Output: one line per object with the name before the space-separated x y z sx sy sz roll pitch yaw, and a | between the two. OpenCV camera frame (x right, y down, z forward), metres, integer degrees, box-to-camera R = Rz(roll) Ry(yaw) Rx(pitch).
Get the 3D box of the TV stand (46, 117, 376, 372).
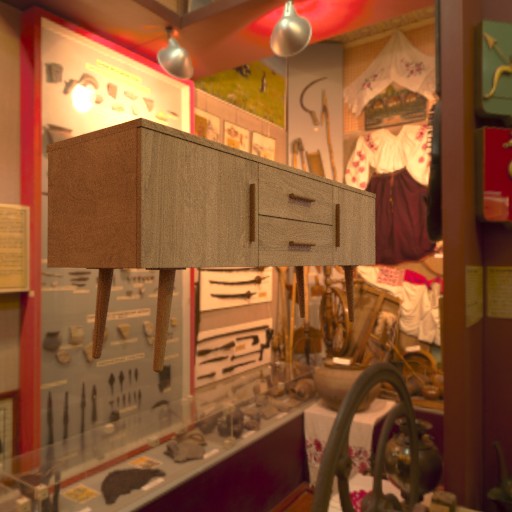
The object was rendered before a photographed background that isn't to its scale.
TV stand | 0.000 0.000 1.563 0.401 0.565 1.313 -1 -1 36
